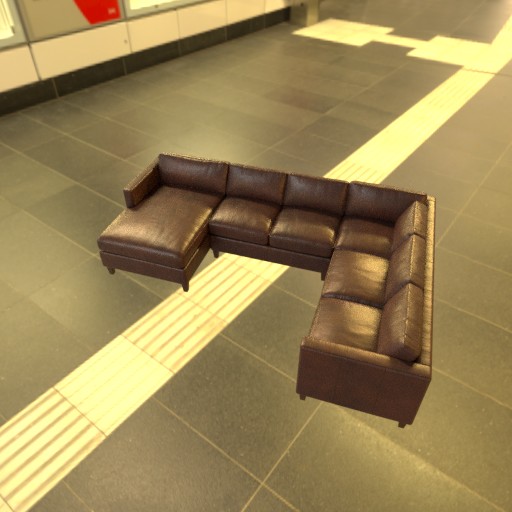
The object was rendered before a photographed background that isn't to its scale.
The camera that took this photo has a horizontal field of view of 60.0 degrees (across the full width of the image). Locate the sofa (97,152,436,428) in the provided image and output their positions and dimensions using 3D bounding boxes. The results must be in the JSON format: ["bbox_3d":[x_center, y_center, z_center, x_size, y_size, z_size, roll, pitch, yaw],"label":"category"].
[{"bbox_3d":[0.000,0.000,4.503,3.324,0.891,2.452,12,41,14],"label":"sofa"}]
